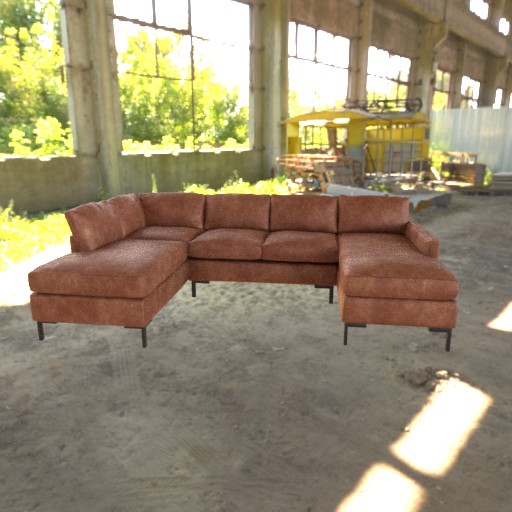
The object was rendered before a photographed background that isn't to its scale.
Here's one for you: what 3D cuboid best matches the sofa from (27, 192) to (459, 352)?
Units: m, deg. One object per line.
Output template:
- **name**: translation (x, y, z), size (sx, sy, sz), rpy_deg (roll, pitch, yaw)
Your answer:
- **sofa**: translation (0.000, 0.000, 3.790), size (2.956, 0.900, 1.939), rpy_deg (2, 14, 8)
